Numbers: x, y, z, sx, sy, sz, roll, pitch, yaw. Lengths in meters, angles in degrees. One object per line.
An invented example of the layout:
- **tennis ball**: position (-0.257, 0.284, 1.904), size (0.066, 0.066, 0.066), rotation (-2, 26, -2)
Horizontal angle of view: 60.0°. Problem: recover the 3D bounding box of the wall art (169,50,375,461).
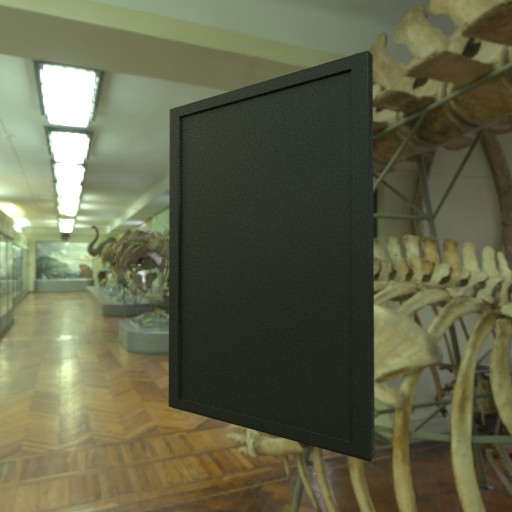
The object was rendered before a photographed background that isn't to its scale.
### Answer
- **wall art**: position (0.000, 0.000, 0.559), size (0.303, 0.431, 0.013), rotation (-1, -1, 36)
